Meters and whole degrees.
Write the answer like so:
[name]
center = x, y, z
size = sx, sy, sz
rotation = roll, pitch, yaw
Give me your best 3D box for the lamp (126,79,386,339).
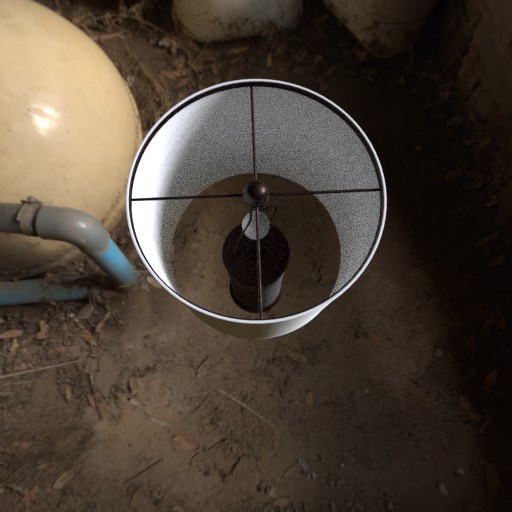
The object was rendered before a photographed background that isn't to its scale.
[lamp]
center = 0.000, 0.000, 0.803
size = 0.301, 0.630, 0.301
rotation = 42, 80, 9
